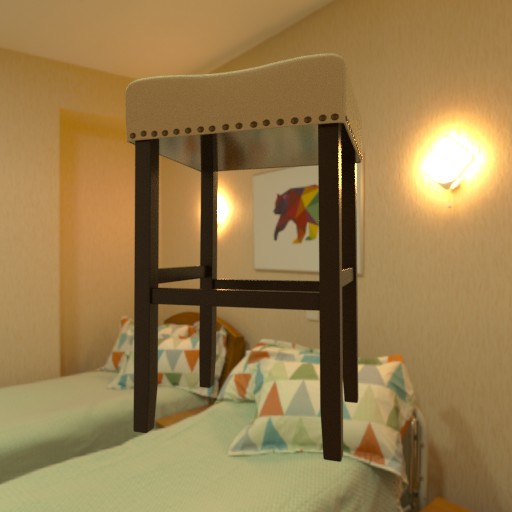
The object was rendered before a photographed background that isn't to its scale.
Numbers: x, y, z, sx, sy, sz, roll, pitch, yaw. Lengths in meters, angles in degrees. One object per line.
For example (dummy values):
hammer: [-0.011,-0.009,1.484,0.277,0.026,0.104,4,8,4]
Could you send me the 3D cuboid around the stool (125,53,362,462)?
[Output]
stool: [0.000,0.000,1.065,0.471,0.762,0.401,0,0,18]
